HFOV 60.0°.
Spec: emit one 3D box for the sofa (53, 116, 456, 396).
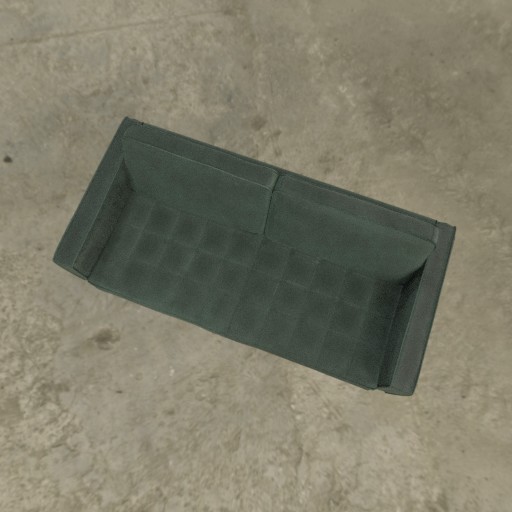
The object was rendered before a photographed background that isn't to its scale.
[{"bbox_3d":[0.000,0.000,2.328,1.816,0.781,0.886,20,75,5],"label":"sofa"}]
